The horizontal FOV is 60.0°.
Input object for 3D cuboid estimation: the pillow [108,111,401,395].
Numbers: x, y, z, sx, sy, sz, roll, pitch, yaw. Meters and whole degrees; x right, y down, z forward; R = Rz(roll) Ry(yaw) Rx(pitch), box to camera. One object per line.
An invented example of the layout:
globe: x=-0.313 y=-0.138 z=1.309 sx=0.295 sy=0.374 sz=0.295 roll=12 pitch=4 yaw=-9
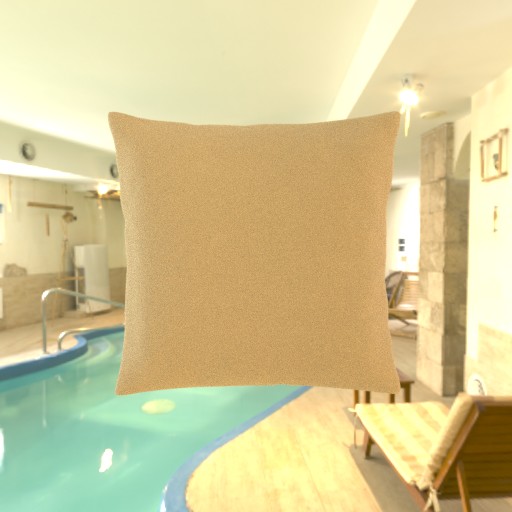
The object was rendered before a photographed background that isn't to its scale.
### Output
pillow: x=0.000 y=0.000 z=0.796 sx=0.523 sy=0.510 sz=0.166 roll=0 pitch=2 yaw=1
